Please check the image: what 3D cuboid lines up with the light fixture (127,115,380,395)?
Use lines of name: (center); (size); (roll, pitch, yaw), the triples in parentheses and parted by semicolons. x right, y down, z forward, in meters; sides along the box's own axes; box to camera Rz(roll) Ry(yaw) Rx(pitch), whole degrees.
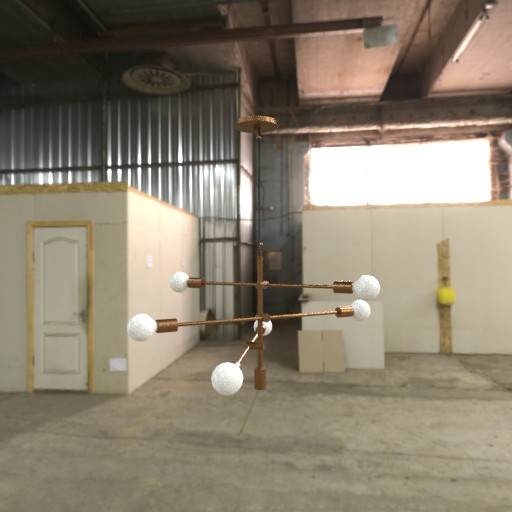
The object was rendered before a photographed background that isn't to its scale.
light fixture: (0.000, 0.000, 1.239); (0.637, 0.744, 0.682); (0, 0, 36)
